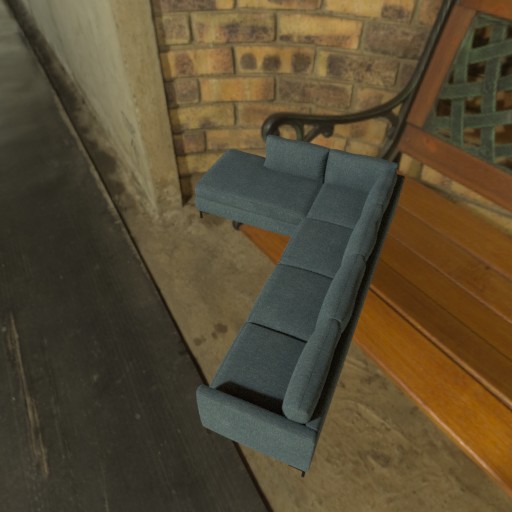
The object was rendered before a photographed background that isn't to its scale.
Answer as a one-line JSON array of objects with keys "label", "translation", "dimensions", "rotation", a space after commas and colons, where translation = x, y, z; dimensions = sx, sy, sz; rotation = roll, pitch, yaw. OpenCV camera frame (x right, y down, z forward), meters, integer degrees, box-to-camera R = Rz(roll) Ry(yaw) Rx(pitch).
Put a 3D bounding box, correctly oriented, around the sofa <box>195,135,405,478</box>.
[{"label": "sofa", "translation": [0.000, 0.000, 3.913], "dimensions": [2.007, 0.815, 2.949], "rotation": [17, 48, 16]}]
